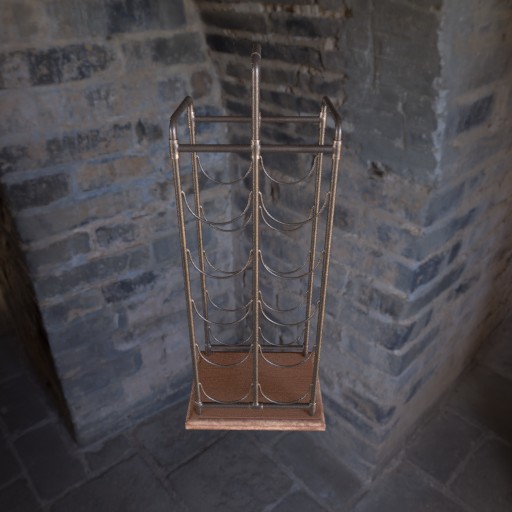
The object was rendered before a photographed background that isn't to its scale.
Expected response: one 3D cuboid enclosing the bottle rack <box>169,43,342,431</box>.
[{"bbox_3d":[0.000,0.000,0.795,0.276,0.680,0.208,0,31,1],"label":"bottle rack"}]
